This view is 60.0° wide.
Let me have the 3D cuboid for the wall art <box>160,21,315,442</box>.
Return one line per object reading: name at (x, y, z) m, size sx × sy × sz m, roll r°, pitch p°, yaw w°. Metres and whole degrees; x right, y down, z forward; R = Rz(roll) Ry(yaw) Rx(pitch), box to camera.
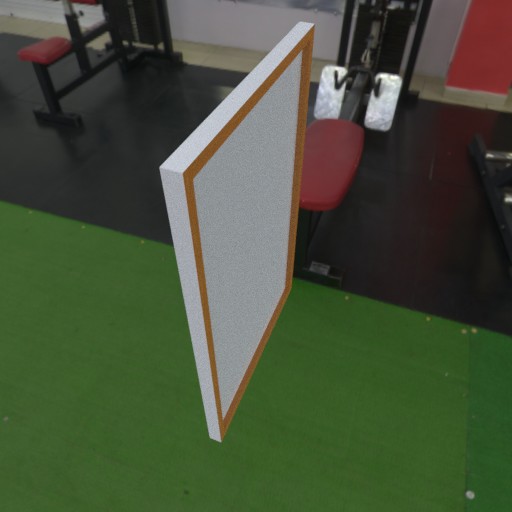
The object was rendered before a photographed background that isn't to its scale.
wall art at (0.000, 0.000, 1.122) m, size 0.037 × 0.916 × 0.610 m, roll 16°, pitch 48°, yaw 15°
